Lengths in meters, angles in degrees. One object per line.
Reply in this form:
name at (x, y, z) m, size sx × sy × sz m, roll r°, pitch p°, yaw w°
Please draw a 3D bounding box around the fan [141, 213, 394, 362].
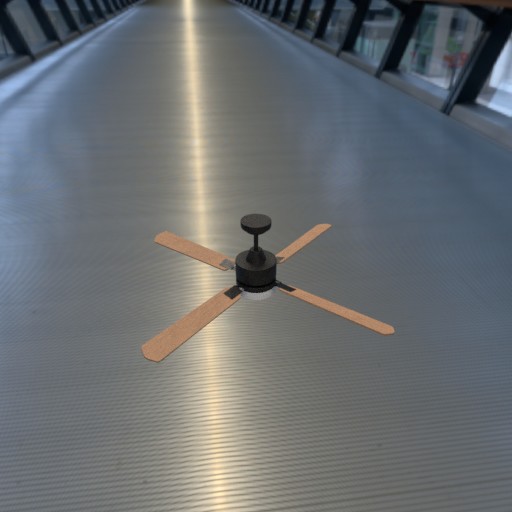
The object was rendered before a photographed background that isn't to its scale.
fan at (0.000, 0.000, 1.984) m, size 1.320 × 0.355 × 1.320 m, roll 21°, pitch 37°, yaw 31°
